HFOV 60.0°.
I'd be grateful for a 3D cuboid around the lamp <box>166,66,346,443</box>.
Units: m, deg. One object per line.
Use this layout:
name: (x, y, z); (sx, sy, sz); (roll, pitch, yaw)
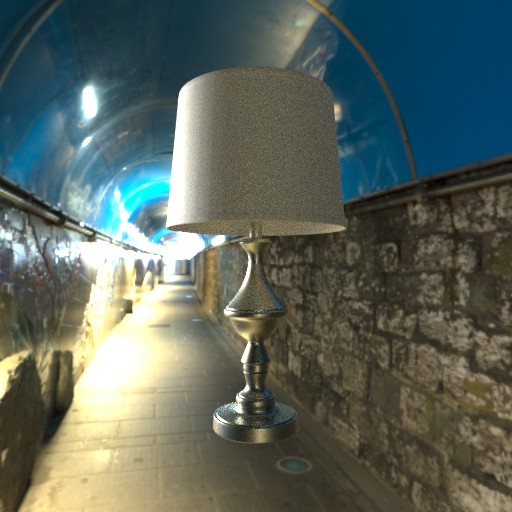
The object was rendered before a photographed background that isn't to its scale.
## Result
lamp: (0.000, 0.000, 0.962); (0.383, 0.733, 0.383); (0, -1, 0)
